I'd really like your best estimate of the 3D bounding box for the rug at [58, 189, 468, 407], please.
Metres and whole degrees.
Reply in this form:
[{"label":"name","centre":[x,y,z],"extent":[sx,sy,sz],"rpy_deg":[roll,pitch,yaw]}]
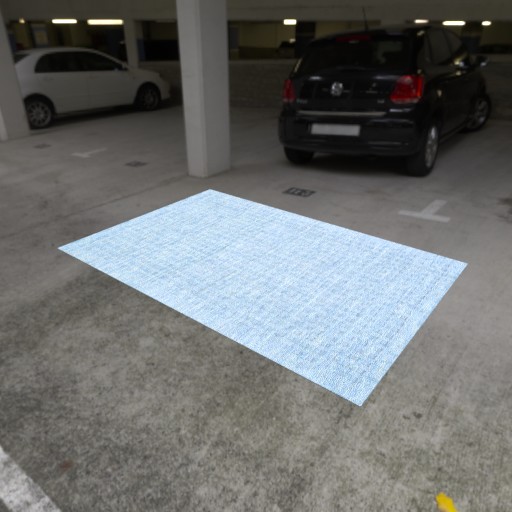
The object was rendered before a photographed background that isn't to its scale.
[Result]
[{"label":"rug","centre":[0.000,0.000,2.960],"extent":[2.286,0.006,1.522],"rpy_deg":[20,34,33]}]
